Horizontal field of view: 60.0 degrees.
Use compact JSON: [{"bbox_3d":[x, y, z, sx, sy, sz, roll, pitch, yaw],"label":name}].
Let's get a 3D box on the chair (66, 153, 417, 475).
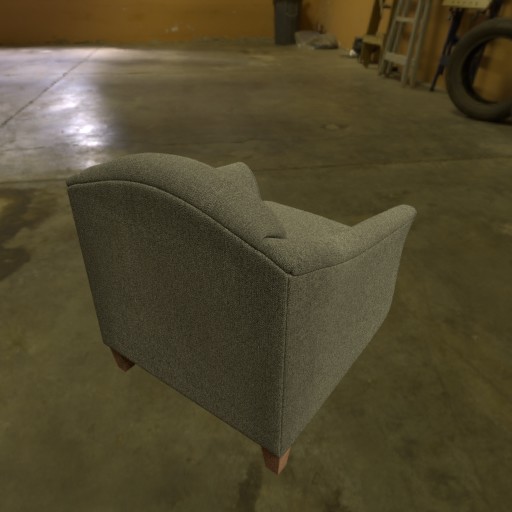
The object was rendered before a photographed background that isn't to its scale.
[{"bbox_3d":[0.000,0.000,1.451,0.763,0.839,0.787,21,37,31],"label":"chair"}]
